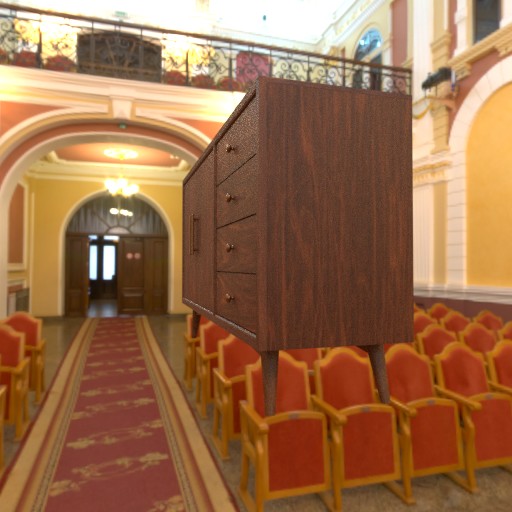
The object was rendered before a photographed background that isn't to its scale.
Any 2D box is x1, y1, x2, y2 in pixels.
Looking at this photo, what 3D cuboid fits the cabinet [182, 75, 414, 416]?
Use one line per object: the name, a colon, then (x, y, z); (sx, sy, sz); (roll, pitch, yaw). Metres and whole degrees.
cabinet: (0.000, 0.000, 2.003); (0.505, 0.940, 1.575); (0, -1, -17)
